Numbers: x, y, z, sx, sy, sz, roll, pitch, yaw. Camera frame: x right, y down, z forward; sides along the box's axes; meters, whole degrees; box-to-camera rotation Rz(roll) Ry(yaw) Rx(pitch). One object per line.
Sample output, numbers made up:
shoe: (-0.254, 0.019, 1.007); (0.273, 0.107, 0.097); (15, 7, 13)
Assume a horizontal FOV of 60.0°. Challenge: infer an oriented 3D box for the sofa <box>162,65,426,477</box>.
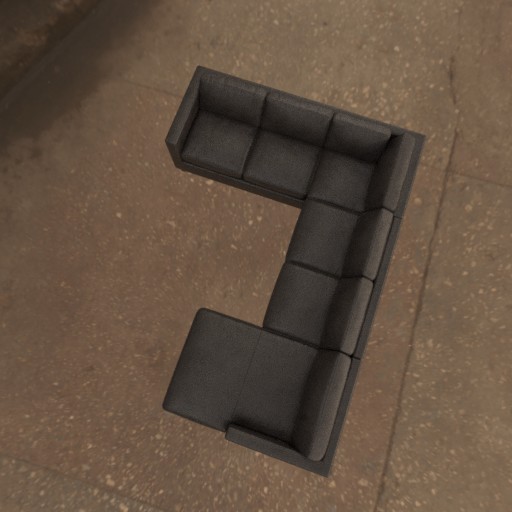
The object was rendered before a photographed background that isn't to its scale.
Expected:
sofa: (0.000, 0.000, 4.418); (2.452, 0.891, 3.324); (19, 77, 4)
